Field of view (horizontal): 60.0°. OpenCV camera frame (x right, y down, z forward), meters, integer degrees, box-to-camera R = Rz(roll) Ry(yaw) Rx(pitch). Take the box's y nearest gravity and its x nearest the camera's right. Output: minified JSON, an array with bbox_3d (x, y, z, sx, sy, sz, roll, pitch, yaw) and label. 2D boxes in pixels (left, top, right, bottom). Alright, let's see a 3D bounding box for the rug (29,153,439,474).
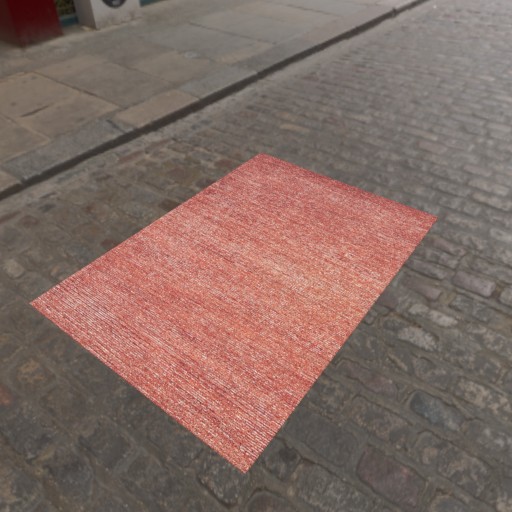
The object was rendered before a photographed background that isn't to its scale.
[{"bbox_3d":[0.000,0.000,5.064,2.803,0.025,3.965,27,48,27],"label":"rug"}]
